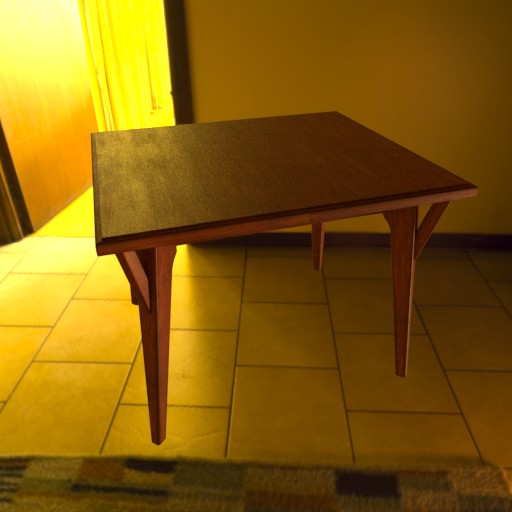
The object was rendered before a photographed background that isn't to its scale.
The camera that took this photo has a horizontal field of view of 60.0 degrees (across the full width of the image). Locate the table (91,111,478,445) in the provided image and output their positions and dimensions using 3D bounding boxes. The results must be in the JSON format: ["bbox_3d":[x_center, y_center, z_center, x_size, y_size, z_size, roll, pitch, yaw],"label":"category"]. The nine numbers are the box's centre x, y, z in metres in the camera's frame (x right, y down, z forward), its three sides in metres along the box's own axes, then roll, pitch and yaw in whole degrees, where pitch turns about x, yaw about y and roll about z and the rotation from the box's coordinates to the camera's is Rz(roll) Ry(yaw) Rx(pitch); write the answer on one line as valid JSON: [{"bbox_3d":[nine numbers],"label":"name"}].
[{"bbox_3d":[0.000,0.000,1.604,0.991,0.761,0.838,-10,34,-15],"label":"table"}]
